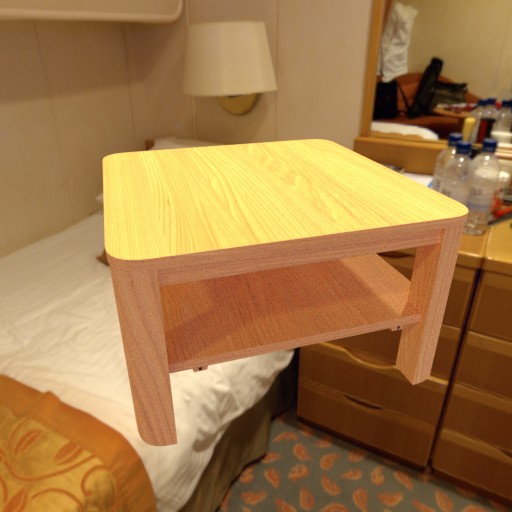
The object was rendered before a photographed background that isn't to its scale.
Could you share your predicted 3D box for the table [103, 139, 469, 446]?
[{"bbox_3d":[0.000,0.000,1.241,0.750,0.450,0.750,-8,28,-15],"label":"table"}]
